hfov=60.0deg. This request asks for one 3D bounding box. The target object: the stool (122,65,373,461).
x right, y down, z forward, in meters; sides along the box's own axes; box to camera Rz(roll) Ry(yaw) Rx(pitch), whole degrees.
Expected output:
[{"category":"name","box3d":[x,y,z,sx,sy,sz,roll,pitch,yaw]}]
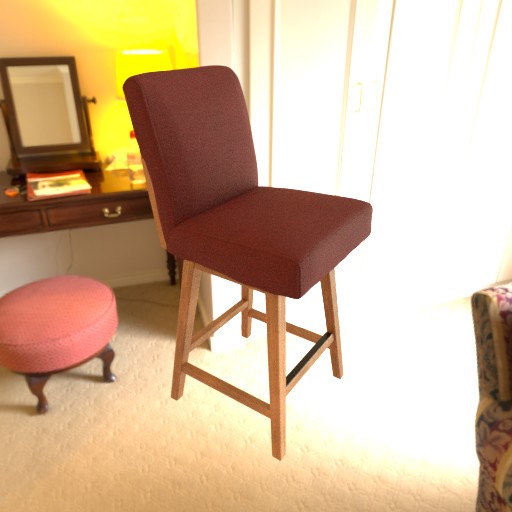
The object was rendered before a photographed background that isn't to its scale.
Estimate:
[{"category":"stool","box3d":[0.000,0.000,1.355,0.562,1.038,0.468,18,32,30]}]
